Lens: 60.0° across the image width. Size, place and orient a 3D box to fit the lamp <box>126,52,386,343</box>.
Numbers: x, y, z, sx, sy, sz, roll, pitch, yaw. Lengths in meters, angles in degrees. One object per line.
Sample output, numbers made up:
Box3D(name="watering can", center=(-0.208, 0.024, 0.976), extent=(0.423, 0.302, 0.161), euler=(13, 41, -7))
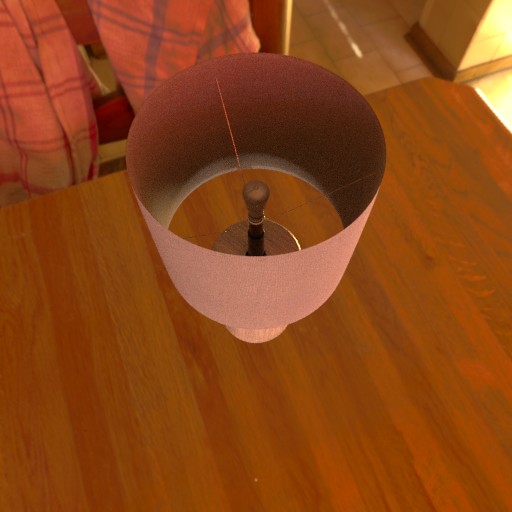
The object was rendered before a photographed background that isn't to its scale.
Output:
Box3D(name="lamp", center=(0.000, 0.000, 0.585), extent=(0.228, 0.444, 0.228), euler=(35, 68, 16))
